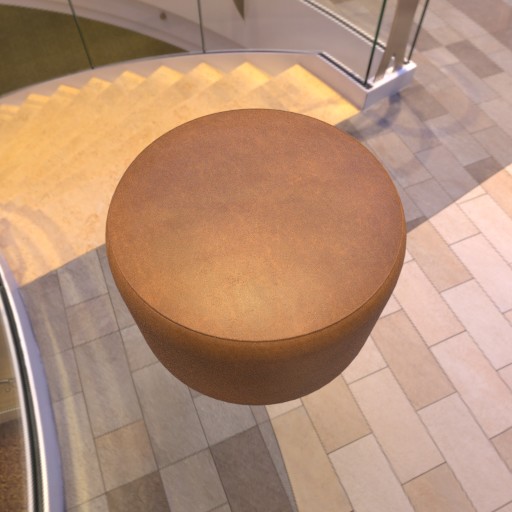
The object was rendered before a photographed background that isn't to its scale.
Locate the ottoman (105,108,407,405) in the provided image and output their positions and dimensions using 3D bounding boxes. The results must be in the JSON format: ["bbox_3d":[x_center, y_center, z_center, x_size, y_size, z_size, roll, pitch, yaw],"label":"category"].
[{"bbox_3d":[0.000,0.000,1.025,0.607,0.438,0.607,0,57,0],"label":"ottoman"}]
